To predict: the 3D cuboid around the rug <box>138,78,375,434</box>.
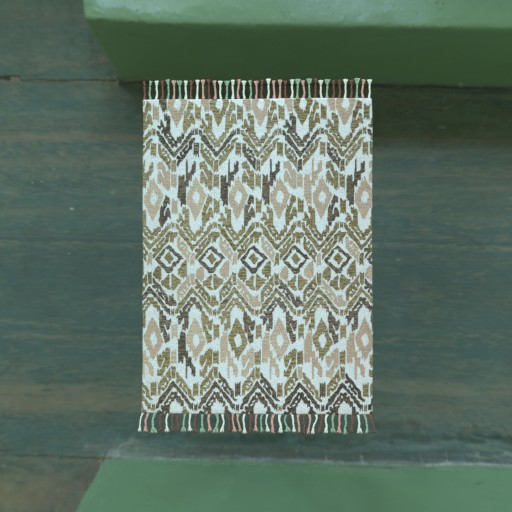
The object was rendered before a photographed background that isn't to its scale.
[{"bbox_3d":[0.000,0.000,2.280,1.219,0.008,1.829,0,90,1],"label":"rug"}]
